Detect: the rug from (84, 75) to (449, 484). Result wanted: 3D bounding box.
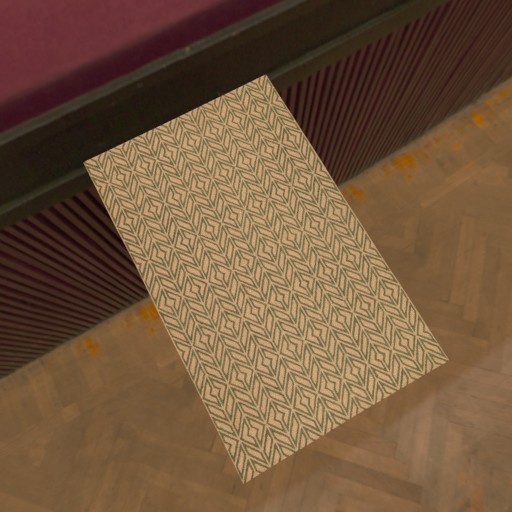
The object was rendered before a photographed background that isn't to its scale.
[{"bbox_3d":[0.000,0.000,3.045,1.517,0.011,2.435,-28,78,-7],"label":"rug"}]
